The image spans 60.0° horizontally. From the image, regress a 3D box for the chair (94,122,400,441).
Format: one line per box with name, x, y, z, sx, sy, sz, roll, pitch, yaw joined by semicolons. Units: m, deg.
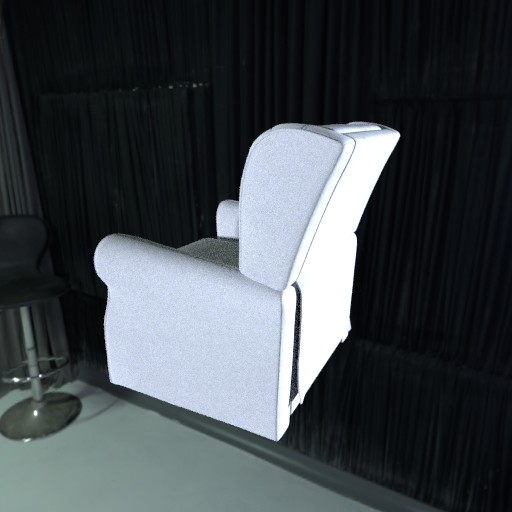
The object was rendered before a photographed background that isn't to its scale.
chair;0.000;0.000;1.672;0.854;0.967;0.906;8;19;25
